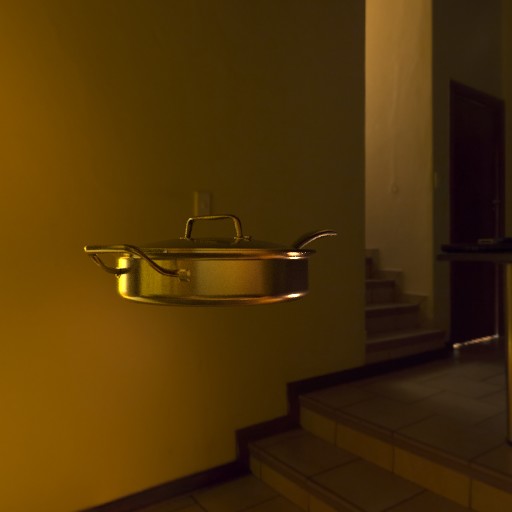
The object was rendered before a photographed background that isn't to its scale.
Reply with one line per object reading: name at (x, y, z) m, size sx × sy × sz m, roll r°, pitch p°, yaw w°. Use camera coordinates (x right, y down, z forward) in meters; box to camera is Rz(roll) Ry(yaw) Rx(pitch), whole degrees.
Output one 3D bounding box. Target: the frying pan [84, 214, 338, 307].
frying pan at (0.000, 0.000, 0.693) m, size 0.280 × 0.114 × 0.561 m, roll 0°, pitch 0°, yaw 34°
